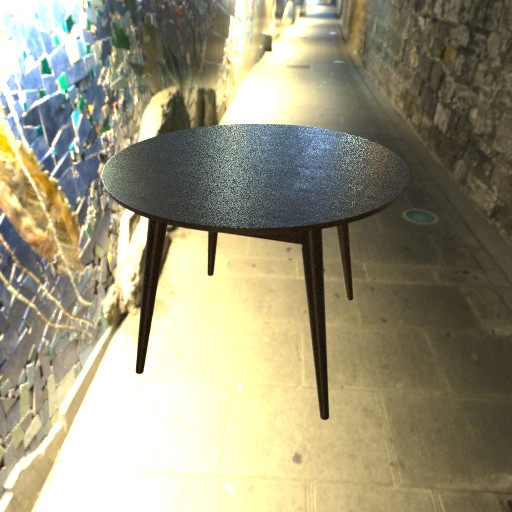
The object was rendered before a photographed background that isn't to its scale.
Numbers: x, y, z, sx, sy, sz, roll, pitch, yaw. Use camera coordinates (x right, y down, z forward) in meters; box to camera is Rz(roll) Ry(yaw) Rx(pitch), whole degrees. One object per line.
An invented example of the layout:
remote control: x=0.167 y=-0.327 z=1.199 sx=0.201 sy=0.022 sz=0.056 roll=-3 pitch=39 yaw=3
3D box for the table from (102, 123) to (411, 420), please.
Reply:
table: x=0.000 y=0.000 z=1.778 sx=1.053 sy=0.786 sz=1.053 roll=0 pitch=31 yaw=0
